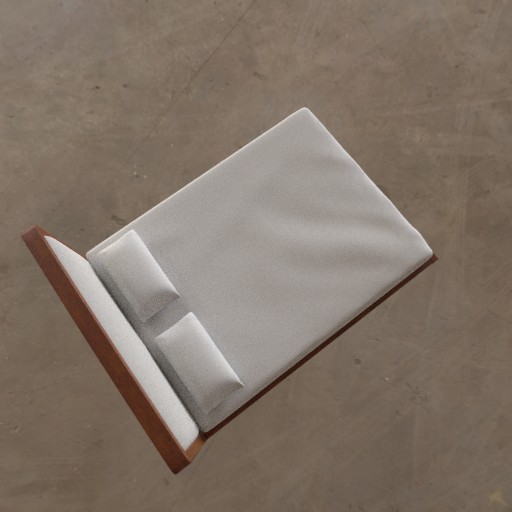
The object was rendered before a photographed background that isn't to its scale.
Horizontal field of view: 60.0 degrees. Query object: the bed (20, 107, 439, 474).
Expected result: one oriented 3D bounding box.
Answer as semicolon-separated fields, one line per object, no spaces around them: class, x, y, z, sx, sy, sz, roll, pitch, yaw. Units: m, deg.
bed;0.000;0.000;3.125;2.196;1.275;1.587;-36;78;-9
